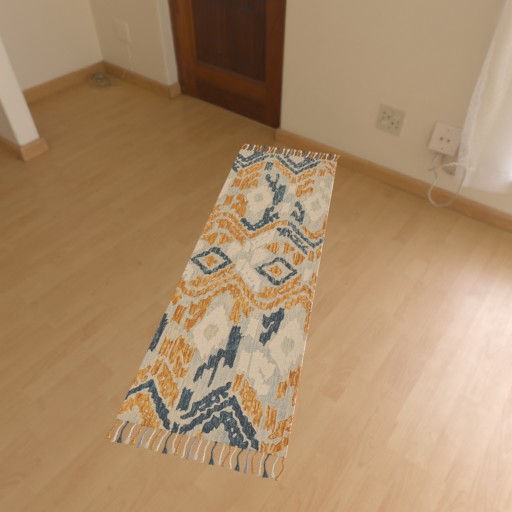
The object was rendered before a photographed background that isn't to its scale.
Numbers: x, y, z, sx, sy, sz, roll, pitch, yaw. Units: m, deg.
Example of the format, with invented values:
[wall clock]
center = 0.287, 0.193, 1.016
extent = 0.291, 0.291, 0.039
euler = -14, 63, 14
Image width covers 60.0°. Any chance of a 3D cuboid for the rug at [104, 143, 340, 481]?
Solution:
[rug]
center = 0.000, 0.000, 2.662
extent = 0.783, 0.010, 2.437
euler = 9, 46, 9
